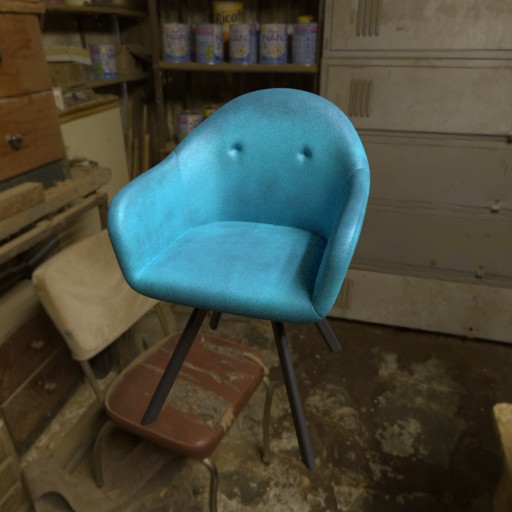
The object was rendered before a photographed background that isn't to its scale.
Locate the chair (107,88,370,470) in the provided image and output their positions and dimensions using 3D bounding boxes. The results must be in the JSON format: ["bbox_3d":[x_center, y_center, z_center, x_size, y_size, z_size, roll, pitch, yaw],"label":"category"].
[{"bbox_3d":[0.000,0.000,1.164,0.540,0.780,0.570,8,27,15],"label":"chair"}]
